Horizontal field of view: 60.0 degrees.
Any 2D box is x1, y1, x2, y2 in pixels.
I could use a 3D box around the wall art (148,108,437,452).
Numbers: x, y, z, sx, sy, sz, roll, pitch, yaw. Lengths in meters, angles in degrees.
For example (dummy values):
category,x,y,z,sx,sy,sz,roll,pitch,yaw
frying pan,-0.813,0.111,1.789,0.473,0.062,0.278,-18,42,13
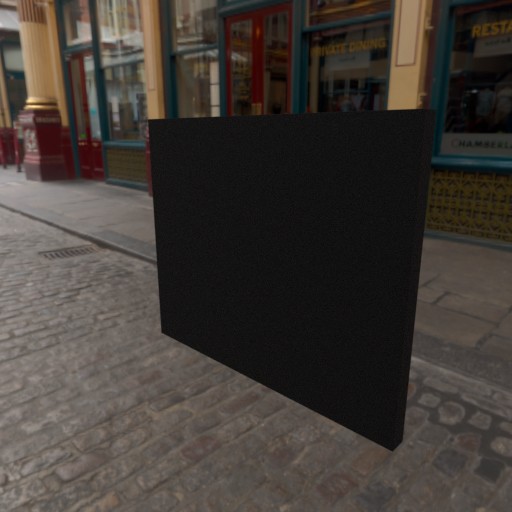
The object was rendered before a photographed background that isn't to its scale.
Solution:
category,x,y,z,sx,sy,sz,roll,pitch,yaw
wall art,0.000,0.000,0.756,0.558,0.457,0.031,14,21,42
